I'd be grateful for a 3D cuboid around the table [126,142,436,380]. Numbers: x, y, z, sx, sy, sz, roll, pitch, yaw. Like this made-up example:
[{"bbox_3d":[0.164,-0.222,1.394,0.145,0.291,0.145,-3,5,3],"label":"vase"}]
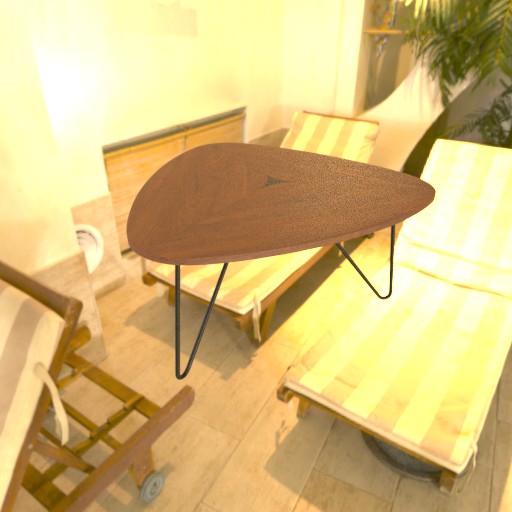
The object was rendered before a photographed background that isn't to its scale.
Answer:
[{"bbox_3d":[0.000,0.000,1.320,0.833,0.413,0.821,18,35,29],"label":"table"}]
